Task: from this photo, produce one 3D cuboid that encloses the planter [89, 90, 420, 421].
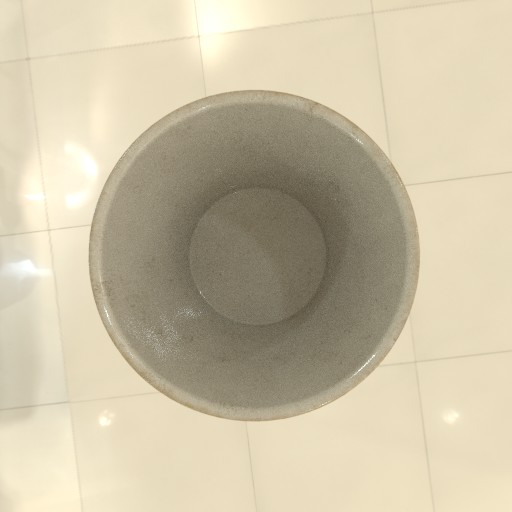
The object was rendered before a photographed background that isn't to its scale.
[{"bbox_3d":[0.000,0.000,0.338,0.192,0.165,0.192,0,90,1],"label":"planter"}]
